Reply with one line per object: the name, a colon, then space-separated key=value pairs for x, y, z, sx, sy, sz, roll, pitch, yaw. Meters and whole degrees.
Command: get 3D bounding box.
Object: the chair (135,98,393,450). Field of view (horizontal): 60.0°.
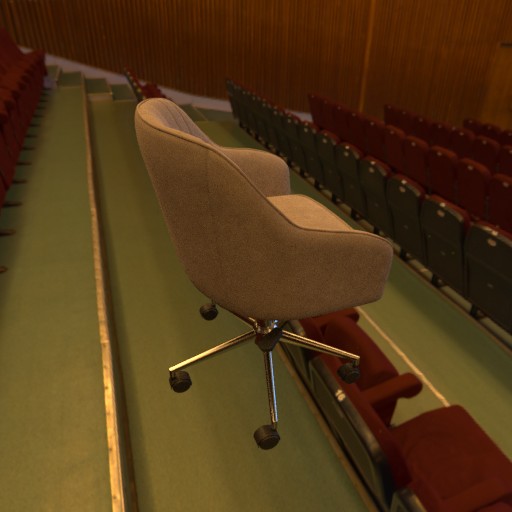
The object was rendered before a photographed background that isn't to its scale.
chair: x=0.000 y=0.000 z=1.257 sx=0.573 sy=0.831 sz=0.635 roll=-10 pitch=32 yaw=-17
